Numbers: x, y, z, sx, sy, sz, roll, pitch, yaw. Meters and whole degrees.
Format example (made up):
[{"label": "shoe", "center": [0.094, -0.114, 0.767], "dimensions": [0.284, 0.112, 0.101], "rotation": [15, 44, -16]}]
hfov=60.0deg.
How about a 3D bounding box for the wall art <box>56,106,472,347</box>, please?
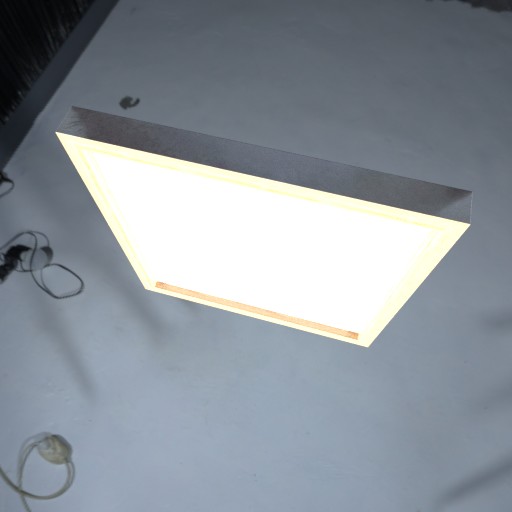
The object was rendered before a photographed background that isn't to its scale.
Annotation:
[{"label": "wall art", "center": [0.000, 0.000, 0.454], "dimensions": [0.303, 0.303, 0.028], "rotation": [14, 64, 7]}]
